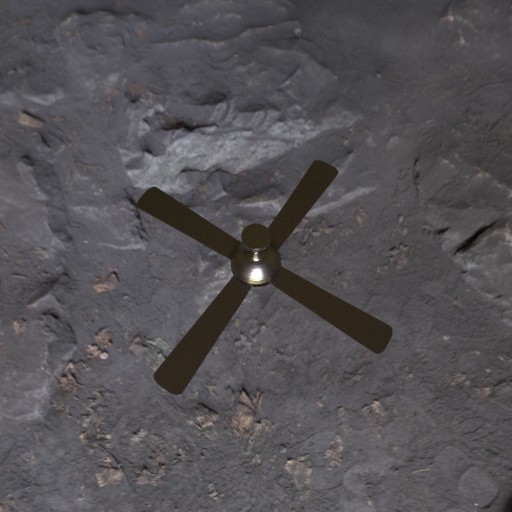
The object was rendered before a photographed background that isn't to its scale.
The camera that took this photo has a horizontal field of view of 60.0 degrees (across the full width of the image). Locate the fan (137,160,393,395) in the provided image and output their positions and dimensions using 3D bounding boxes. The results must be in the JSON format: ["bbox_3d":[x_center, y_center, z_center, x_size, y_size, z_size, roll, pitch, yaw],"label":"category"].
[{"bbox_3d":[0.000,0.000,2.023,1.321,0.381,1.321,-33,69,-15],"label":"fan"}]
